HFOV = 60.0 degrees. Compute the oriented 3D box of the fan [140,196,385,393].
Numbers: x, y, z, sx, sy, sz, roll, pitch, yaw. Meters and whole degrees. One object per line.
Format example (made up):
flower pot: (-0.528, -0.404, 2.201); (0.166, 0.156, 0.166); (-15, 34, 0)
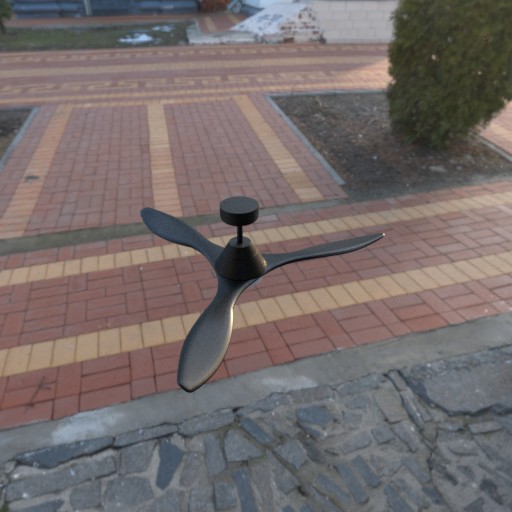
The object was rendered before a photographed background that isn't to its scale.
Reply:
fan: (0.000, 0.000, 1.561); (1.067, 0.305, 1.067); (0, 32, 0)
